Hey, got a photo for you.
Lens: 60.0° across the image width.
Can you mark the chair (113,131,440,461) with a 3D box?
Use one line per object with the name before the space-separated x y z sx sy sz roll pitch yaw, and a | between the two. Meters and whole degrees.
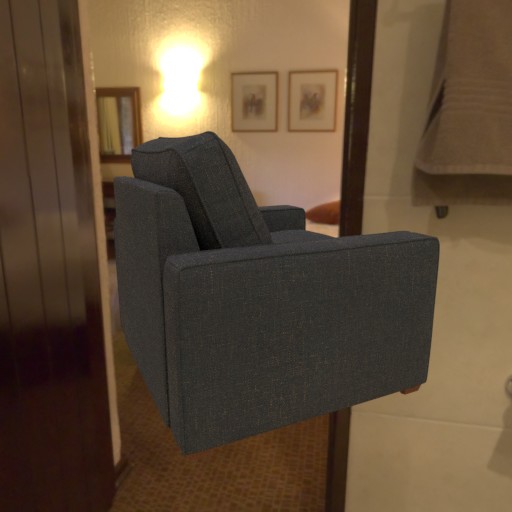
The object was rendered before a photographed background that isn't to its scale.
chair | 0.000 0.000 1.749 0.940 0.919 1.017 -6 15 -25
